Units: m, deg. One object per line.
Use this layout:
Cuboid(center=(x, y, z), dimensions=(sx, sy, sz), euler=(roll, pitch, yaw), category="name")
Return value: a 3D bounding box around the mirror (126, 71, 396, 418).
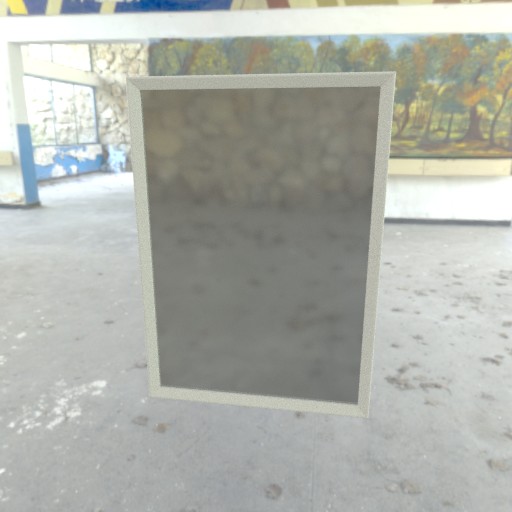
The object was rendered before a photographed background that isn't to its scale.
Cuboid(center=(0.000, 0.000, 0.936), dimensions=(0.507, 0.710, 0.039), euler=(3, 16, 9), category="mirror")
